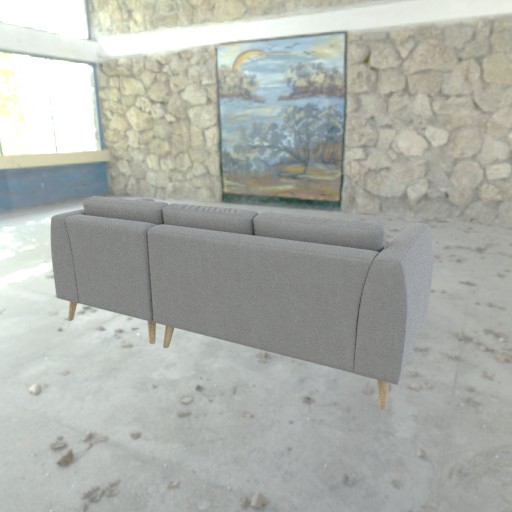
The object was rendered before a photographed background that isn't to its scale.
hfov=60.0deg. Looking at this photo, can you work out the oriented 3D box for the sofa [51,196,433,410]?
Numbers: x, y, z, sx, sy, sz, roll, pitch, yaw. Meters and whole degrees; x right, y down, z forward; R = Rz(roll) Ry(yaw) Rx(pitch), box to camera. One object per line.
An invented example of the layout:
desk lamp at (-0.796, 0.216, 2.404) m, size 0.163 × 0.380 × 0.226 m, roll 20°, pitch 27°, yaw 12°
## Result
sofa at (0.000, 0.000, 3.102) m, size 2.300 × 0.860 × 1.580 m, roll 8°, pitch 18°, yaw 27°
